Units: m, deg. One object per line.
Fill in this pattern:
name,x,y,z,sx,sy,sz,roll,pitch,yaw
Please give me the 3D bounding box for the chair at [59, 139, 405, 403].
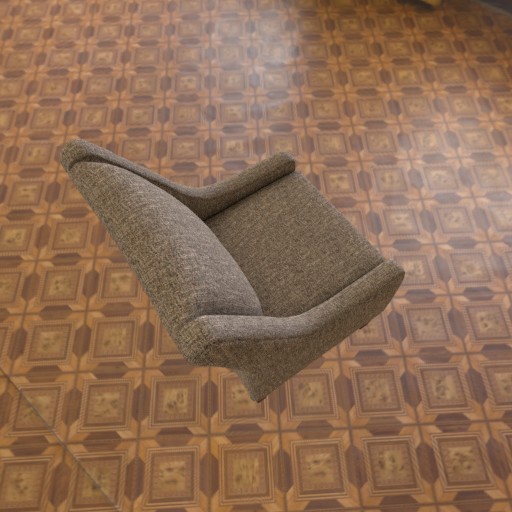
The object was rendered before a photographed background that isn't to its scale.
chair,0.000,0.000,1.641,0.870,1.014,0.774,-31,64,-17
